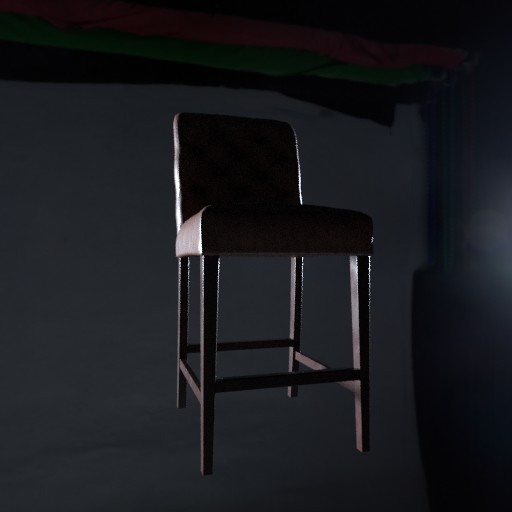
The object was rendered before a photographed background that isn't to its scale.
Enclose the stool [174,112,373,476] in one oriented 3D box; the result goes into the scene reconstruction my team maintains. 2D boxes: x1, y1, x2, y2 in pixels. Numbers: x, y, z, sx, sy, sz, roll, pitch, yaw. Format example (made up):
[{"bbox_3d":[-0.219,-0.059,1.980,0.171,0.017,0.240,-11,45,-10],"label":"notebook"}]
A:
[{"bbox_3d":[0.000,0.000,1.456,0.486,1.084,0.660,0,0,-17],"label":"stool"}]
